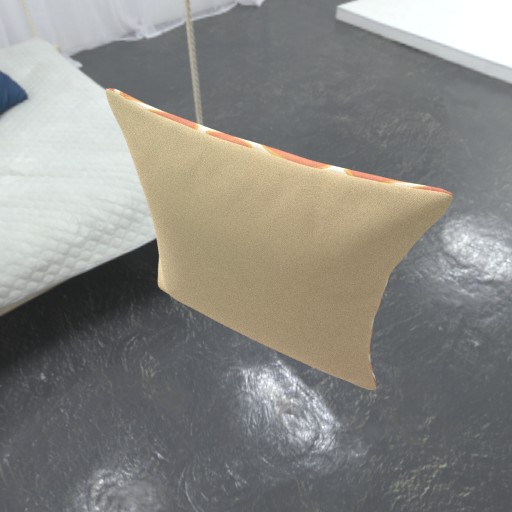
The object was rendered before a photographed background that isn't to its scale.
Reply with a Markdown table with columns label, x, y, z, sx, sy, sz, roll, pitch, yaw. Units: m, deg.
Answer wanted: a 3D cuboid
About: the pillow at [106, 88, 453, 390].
| label | x | y | z | sx | sy | sz | roll | pitch | yaw |
| --- | --- | --- | --- | --- | --- | --- | --- | --- | --- |
| pillow | 0.000 | 0.000 | 0.807 | 0.552 | 0.508 | 0.166 | 22 | 50 | 20 |
